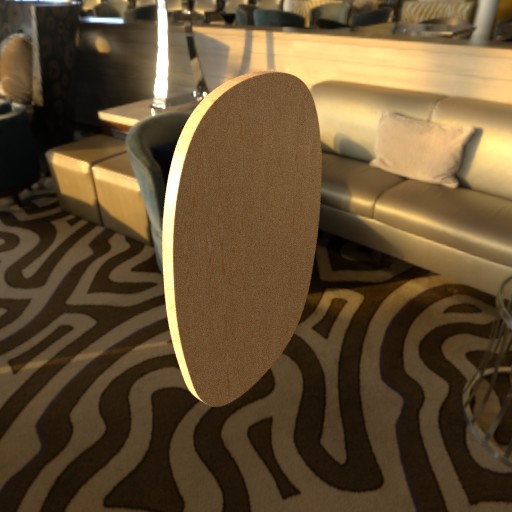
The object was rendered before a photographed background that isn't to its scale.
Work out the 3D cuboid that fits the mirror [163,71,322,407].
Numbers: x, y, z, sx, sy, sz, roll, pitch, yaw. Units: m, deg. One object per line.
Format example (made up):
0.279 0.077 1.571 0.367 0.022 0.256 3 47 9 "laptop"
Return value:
0.000 0.000 1.394 0.037 1.075 0.724 22 38 31 "mirror"
